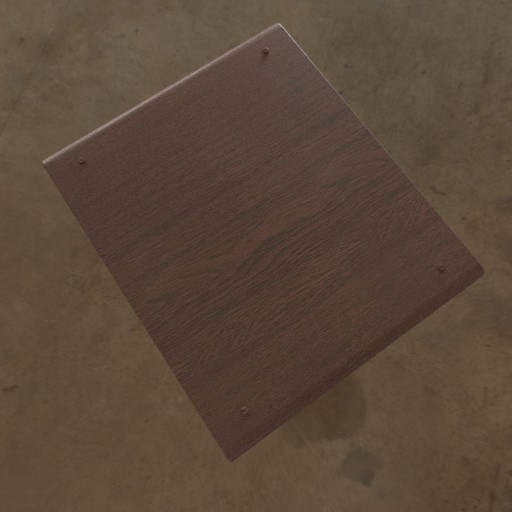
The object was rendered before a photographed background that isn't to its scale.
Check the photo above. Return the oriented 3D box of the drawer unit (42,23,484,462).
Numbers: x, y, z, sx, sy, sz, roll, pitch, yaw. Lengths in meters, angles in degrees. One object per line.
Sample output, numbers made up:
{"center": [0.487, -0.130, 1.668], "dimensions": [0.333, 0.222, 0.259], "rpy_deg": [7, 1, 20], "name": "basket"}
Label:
{"center": [0.000, 0.000, 0.592], "dimensions": [0.290, 0.344, 0.344], "rpy_deg": [-34, 79, -8], "name": "drawer unit"}
